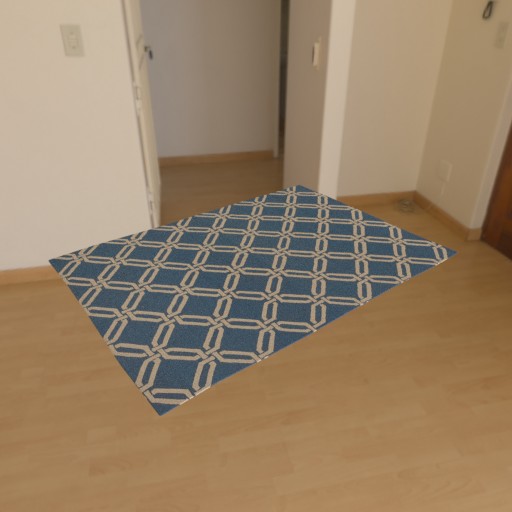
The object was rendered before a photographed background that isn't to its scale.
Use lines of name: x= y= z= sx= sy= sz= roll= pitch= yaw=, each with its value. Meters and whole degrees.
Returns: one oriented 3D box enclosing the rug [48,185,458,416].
rug: x=0.000 y=0.000 z=2.809 sx=2.135 sy=0.013 sz=1.524 roll=-21 pitch=36 yaw=-32
